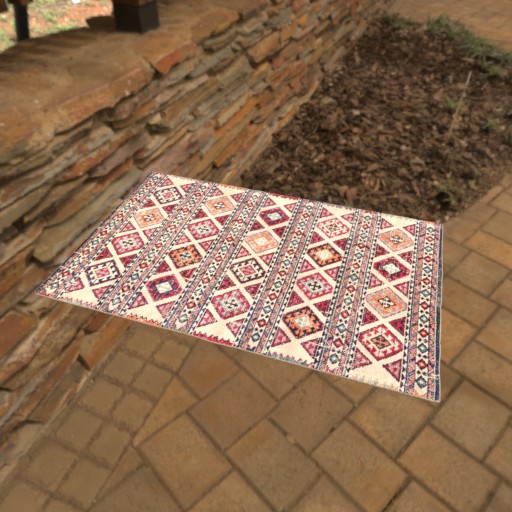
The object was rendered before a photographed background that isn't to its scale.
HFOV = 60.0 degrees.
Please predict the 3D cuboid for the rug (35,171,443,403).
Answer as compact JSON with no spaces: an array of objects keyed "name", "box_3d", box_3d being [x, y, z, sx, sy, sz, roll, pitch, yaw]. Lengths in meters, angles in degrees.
[{"name":"rug","box_3d":[0.000,0.000,3.041,2.440,0.010,1.545,12,43,13]}]
